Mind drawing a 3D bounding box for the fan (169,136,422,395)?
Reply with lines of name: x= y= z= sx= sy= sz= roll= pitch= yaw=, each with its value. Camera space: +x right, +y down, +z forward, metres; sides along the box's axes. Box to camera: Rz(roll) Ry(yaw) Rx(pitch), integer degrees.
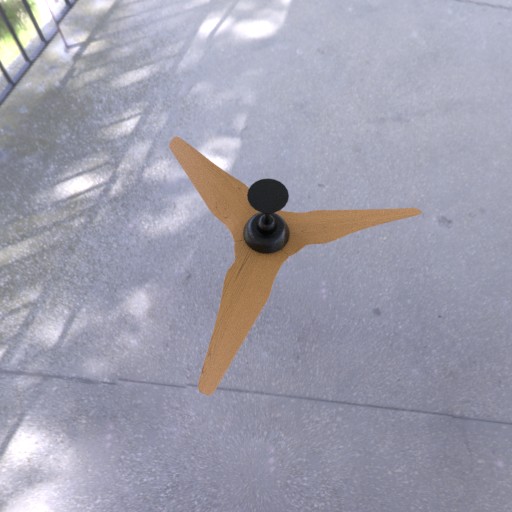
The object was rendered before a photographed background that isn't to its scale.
fan: x=0.000 y=0.000 z=1.630 sx=1.142 sy=0.355 sz=1.010 roll=16 pitch=64 yaw=8
